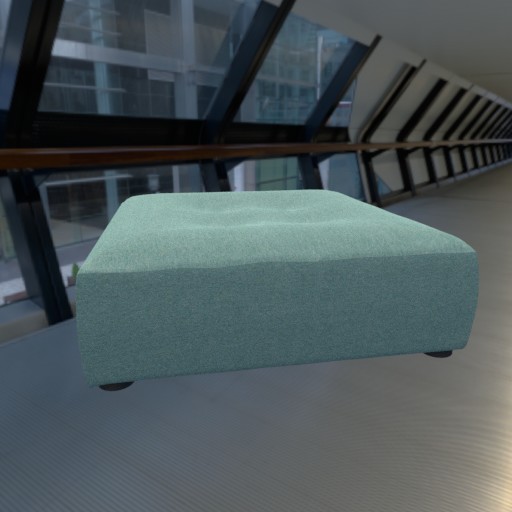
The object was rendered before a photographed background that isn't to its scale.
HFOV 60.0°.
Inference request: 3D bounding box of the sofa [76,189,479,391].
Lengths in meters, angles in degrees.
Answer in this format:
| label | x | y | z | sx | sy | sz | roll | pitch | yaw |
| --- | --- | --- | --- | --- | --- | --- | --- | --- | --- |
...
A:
| label | x | y | z | sx | sy | sz | roll | pitch | yaw |
| --- | --- | --- | --- | --- | --- | --- | --- | --- | --- |
| sofa | 0.000 | 0.000 | 1.440 | 0.930 | 0.330 | 0.930 | -3 | 16 | -10 |
